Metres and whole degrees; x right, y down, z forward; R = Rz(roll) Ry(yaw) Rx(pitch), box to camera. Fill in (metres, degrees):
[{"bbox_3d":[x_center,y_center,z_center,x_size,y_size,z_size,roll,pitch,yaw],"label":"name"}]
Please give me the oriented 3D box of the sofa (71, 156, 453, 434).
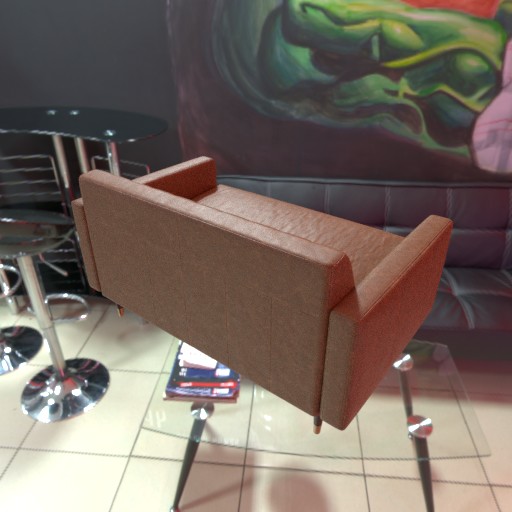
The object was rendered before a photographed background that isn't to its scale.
[{"bbox_3d":[0.000,0.000,2.160,1.549,0.820,0.960,21,36,32],"label":"sofa"}]
